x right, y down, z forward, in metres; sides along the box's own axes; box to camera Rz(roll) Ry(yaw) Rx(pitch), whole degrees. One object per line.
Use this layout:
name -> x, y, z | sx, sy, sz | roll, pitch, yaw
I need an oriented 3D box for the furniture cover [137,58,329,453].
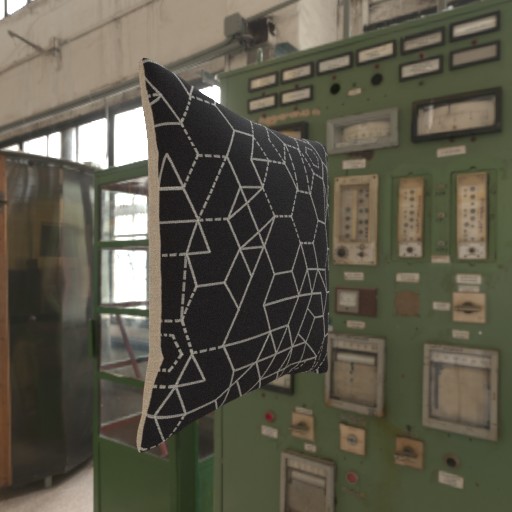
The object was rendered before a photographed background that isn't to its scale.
furniture cover -> 0.000, 0.000, 0.777 | 0.158, 0.508, 0.517 | 0, -1, 35
